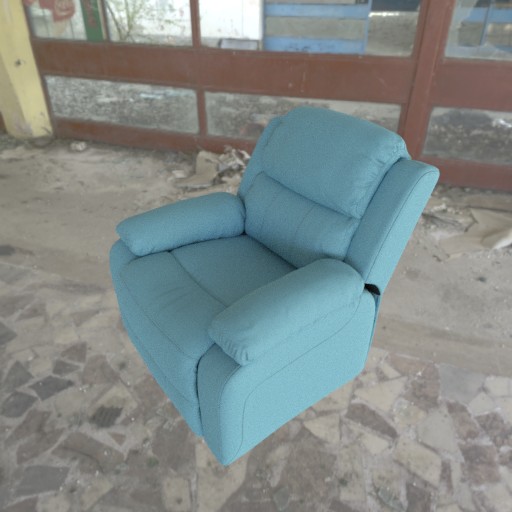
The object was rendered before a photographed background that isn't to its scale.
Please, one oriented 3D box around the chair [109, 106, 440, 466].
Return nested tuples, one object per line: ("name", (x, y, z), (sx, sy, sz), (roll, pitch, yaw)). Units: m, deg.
("chair", (0.000, 0.000, 1.251), (0.709, 0.702, 0.680), (-21, 38, -30))
